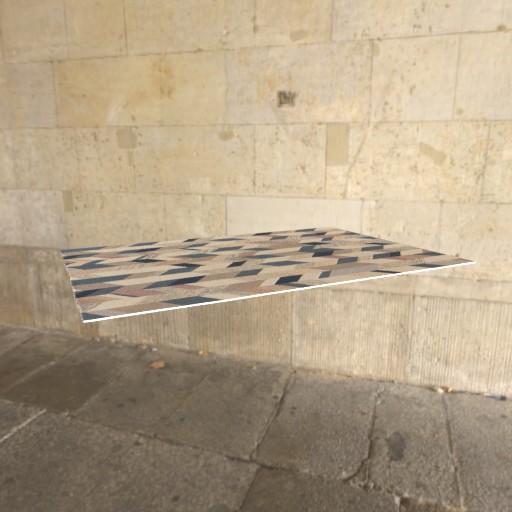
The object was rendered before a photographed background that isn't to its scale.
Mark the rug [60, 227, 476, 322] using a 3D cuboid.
[{"bbox_3d":[0.000,0.000,2.303,1.813,0.006,1.202,-6,14,-26],"label":"rug"}]
